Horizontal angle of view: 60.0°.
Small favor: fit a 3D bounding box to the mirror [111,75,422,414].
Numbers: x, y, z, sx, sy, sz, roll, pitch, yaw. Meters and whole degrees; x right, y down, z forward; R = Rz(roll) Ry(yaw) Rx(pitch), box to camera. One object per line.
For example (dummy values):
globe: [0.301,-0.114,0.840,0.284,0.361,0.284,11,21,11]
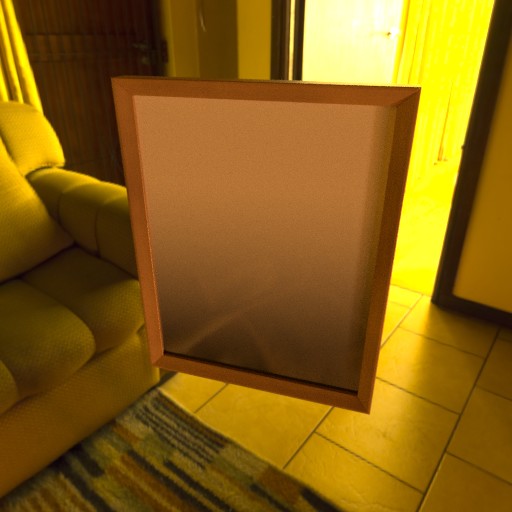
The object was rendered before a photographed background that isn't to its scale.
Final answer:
mirror: [0.000,0.000,0.688,0.406,0.509,0.041,8,28,15]
